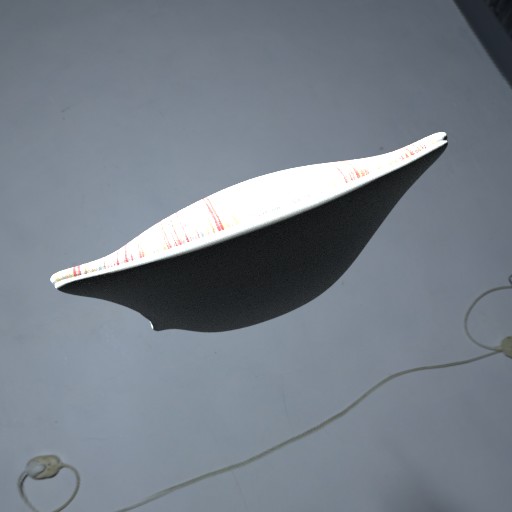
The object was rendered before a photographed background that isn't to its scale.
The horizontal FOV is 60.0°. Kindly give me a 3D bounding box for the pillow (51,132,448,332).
[{"bbox_3d":[0.000,0.000,0.680,0.451,0.449,0.191,-21,76,-5],"label":"pillow"}]
